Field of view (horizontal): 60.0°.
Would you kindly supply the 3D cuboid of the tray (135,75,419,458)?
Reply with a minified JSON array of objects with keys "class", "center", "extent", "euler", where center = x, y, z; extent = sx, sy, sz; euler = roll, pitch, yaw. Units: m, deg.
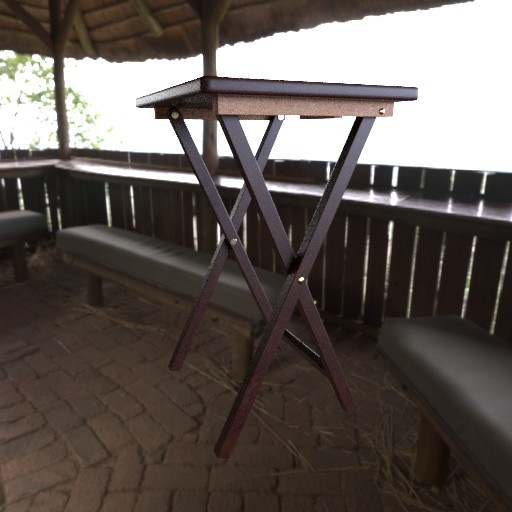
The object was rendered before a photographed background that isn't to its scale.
[{"class":"tray","center":[0.000,0.000,0.955],"extent":[0.381,0.660,0.483],"euler":[-7,17,-24]}]
